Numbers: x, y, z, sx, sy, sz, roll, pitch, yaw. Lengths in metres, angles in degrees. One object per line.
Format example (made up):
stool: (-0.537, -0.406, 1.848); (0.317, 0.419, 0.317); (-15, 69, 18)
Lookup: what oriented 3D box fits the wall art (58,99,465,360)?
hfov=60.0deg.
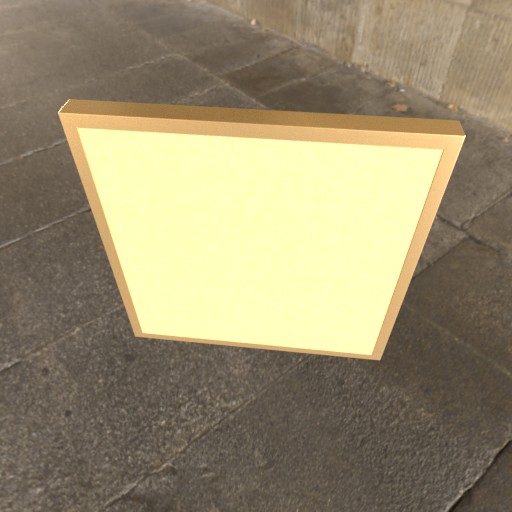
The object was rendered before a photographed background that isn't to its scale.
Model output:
wall art: (0.000, 0.000, 0.447); (0.305, 0.305, 0.023); (5, 46, 4)
